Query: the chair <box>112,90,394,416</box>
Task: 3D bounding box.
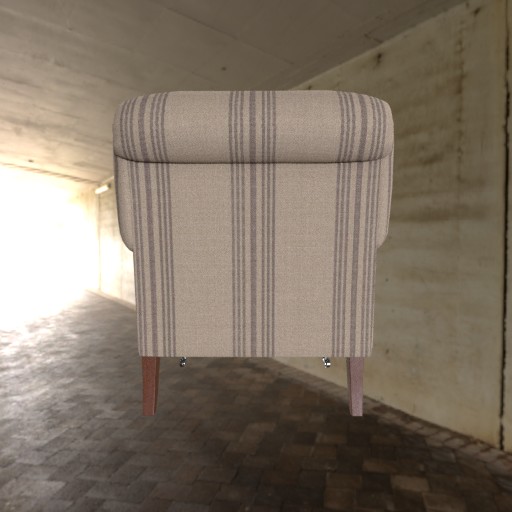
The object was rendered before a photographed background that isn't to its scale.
[{"bbox_3d":[0.000,0.000,1.593,0.813,0.940,0.914,0,2,1],"label":"chair"}]
